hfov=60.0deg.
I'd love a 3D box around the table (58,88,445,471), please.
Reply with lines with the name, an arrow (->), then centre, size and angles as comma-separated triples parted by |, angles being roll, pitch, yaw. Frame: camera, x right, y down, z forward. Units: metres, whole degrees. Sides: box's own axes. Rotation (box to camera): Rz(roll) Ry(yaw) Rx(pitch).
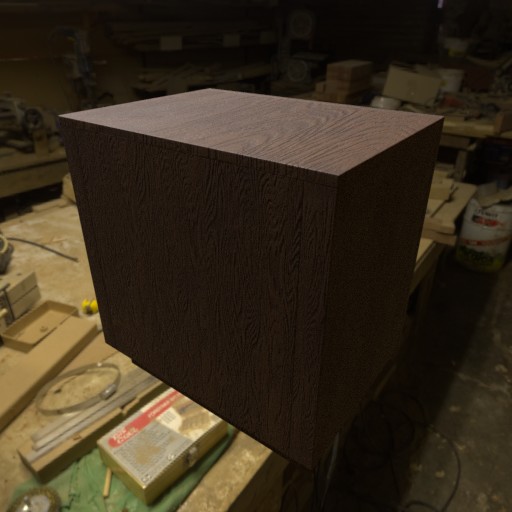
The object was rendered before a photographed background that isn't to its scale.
table -> 0.000, 0.000, 0.943 | 0.560, 0.585, 0.439 | 20, 34, 31
